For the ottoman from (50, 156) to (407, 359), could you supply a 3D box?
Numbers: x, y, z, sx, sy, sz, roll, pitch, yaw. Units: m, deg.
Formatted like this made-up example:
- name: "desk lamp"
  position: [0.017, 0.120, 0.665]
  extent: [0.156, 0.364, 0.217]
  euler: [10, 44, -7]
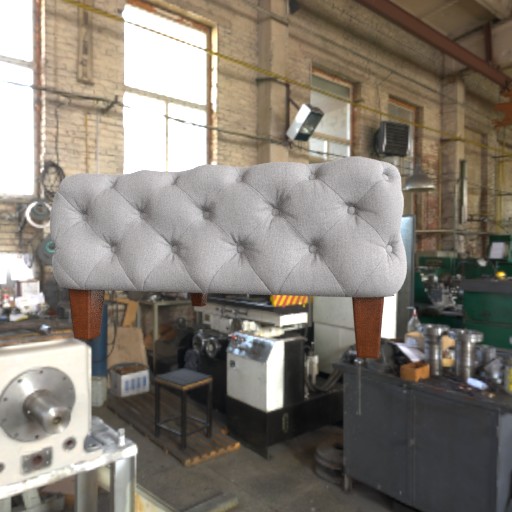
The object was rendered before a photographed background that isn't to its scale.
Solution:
- name: "ottoman"
  position: [0.000, 0.000, 1.204]
  extent: [0.758, 0.365, 0.764]
  euler: [0, 1, 17]
